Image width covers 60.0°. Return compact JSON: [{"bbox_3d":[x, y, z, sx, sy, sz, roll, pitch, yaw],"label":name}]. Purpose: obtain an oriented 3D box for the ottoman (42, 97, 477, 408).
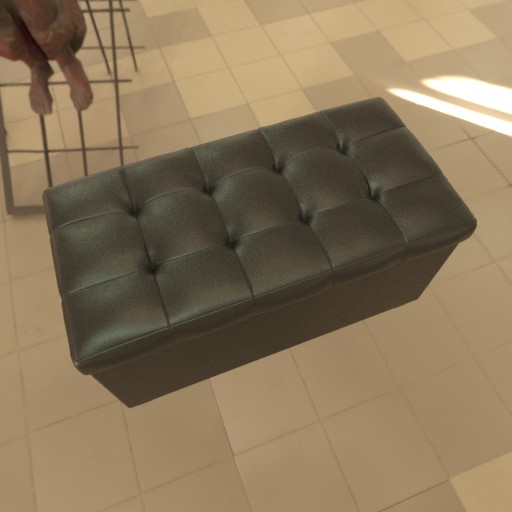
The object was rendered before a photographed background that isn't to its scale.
[{"bbox_3d":[0.000,0.000,1.102,0.838,0.470,0.432,-18,61,-11],"label":"ottoman"}]
